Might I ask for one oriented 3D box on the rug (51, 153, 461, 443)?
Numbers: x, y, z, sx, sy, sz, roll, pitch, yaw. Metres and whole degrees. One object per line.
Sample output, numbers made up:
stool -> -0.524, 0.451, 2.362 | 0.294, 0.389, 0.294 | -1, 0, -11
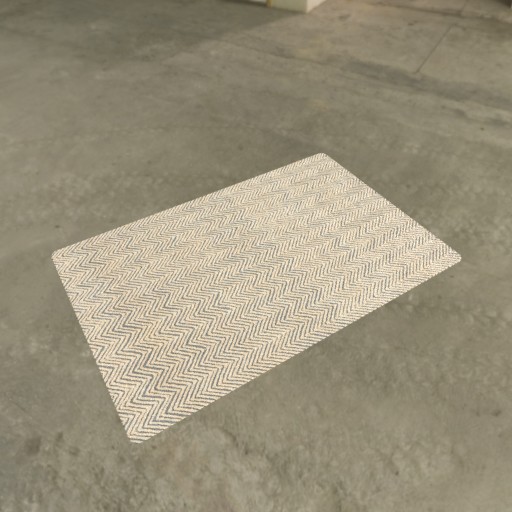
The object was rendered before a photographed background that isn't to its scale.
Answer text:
rug -> 0.000, 0.000, 2.236 | 1.752, 0.008, 1.144 | -24, 50, -22
